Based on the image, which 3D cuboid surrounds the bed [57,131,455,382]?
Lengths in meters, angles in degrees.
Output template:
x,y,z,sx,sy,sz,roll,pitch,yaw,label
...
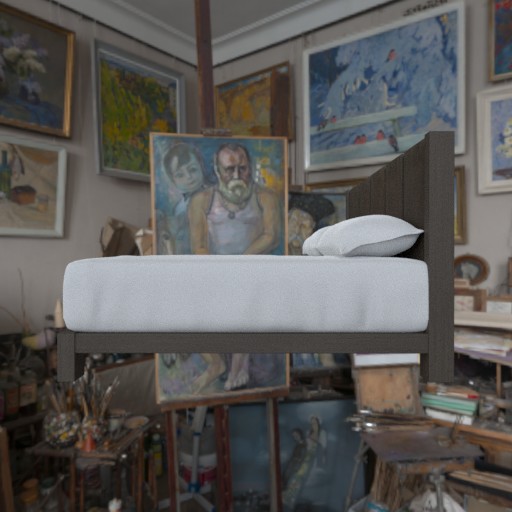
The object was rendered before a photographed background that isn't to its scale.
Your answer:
x,y,z,sx,sy,sz,roll,pitch,yaw,label
0.000,0.000,3.307,2.012,1.270,2.134,0,0,0,bed
